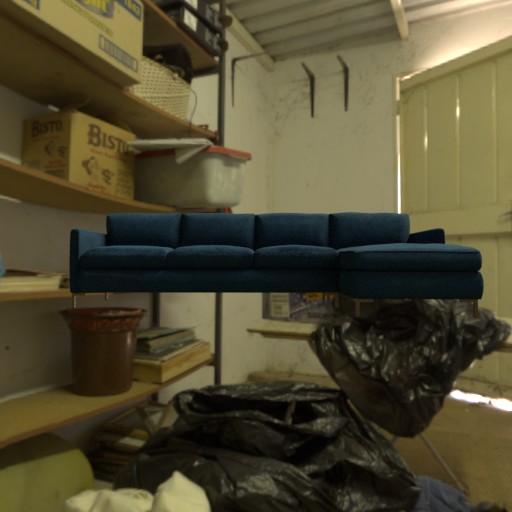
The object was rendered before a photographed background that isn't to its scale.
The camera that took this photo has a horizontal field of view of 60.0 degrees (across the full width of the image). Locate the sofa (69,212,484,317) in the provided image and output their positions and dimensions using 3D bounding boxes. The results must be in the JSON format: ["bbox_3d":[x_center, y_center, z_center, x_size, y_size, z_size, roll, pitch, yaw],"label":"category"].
[{"bbox_3d":[0.000,0.000,3.495,2.932,0.810,1.350,0,-1,1],"label":"sofa"}]
